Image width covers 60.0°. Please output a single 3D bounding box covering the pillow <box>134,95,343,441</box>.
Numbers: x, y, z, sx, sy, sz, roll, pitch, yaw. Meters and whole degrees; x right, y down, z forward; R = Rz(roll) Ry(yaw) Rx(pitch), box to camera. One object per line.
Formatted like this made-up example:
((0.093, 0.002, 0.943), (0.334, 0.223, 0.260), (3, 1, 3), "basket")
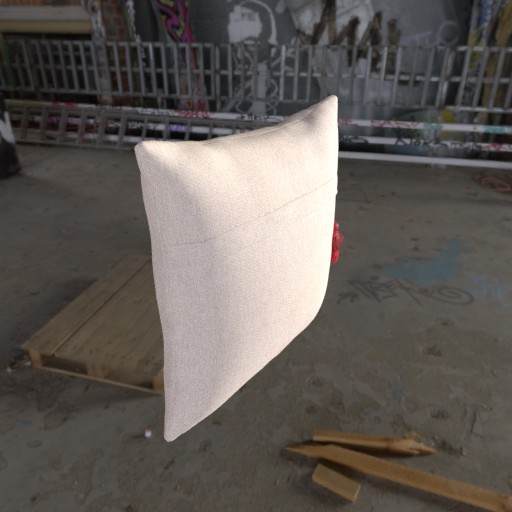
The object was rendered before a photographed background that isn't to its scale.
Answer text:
((0.000, 0.000, 0.696), (0.173, 0.436, 0.433), (18, 32, 31), "pillow")
